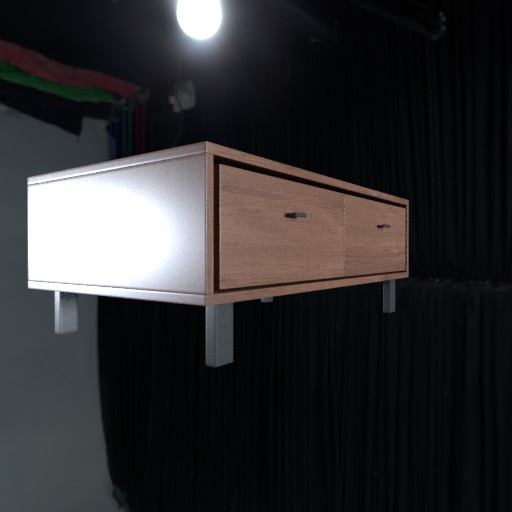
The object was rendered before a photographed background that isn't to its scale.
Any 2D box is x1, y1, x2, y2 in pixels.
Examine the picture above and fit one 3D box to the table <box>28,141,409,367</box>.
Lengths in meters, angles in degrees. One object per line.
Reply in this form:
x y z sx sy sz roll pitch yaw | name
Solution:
0.000 0.000 1.289 0.600 0.380 1.020 0 1 37 | table
